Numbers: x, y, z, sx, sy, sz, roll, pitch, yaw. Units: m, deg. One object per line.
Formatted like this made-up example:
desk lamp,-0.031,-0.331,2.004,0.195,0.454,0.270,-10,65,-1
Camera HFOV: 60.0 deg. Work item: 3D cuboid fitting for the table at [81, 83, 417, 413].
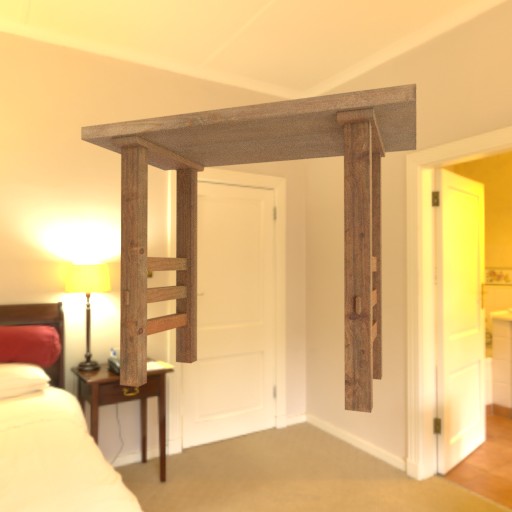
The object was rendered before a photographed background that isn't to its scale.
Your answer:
table,0.000,0.000,1.636,1.119,0.914,0.556,0,-1,20
